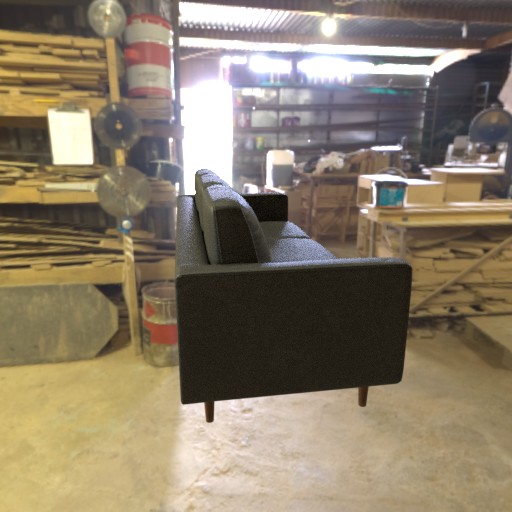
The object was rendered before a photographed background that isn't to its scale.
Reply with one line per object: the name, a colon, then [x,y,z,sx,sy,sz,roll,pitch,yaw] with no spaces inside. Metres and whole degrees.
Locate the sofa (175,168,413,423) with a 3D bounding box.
sofa: [0.000,0.000,2.539,0.879,0.899,2.029,-3,16,-9]
